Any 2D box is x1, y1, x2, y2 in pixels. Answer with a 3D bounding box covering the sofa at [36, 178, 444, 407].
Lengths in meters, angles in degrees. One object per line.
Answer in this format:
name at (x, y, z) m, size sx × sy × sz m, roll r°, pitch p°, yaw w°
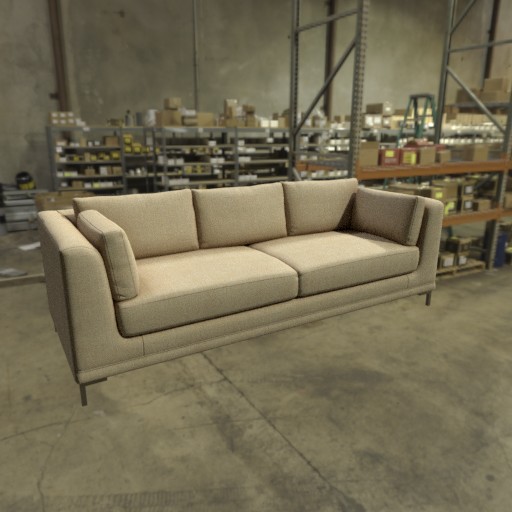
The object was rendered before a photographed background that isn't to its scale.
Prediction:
sofa at (0.000, 0.000, 2.866) m, size 2.415 × 0.867 × 0.969 m, roll -9°, pitch 18°, yaw -29°
